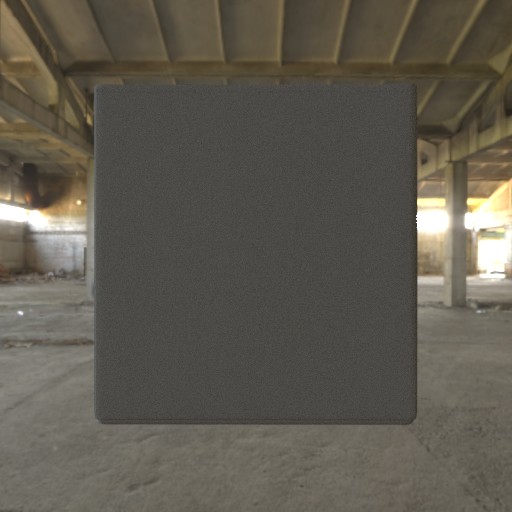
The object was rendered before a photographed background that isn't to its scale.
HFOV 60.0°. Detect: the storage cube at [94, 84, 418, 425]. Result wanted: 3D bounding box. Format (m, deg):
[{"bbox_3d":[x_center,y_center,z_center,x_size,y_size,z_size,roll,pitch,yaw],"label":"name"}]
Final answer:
[{"bbox_3d":[0.000,0.000,0.494,0.270,0.280,0.270,0,0,0],"label":"storage cube"}]
